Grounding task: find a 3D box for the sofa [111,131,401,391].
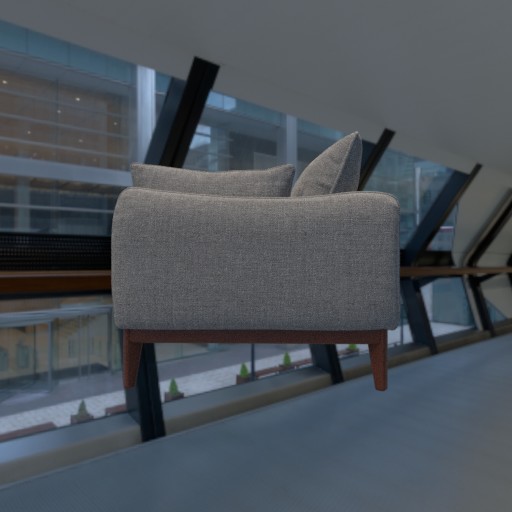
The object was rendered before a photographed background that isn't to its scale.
[{"bbox_3d":[0.000,0.000,2.154,0.972,0.851,1.580,0,0,2],"label":"sofa"}]
